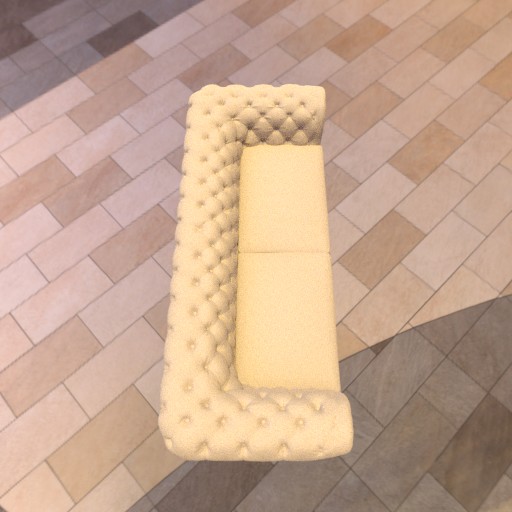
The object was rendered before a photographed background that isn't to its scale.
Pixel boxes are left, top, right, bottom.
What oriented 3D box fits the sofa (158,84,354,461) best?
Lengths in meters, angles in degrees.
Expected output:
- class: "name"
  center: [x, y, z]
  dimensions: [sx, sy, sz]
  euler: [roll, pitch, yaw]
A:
- class: "sofa"
  center: [0.000, 0.000, 3.198]
  dimensions: [1.076, 0.847, 2.694]
  euler: [0, 65, 0]
